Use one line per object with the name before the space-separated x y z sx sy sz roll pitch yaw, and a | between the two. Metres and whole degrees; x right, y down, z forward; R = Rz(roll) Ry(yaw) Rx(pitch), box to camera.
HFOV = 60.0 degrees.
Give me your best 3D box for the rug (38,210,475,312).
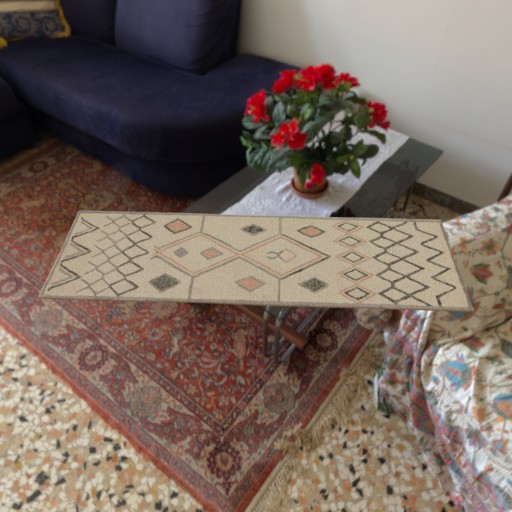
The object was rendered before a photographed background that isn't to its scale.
rug | 0.000 0.000 2.722 2.435 0.011 0.750 2 47 2
